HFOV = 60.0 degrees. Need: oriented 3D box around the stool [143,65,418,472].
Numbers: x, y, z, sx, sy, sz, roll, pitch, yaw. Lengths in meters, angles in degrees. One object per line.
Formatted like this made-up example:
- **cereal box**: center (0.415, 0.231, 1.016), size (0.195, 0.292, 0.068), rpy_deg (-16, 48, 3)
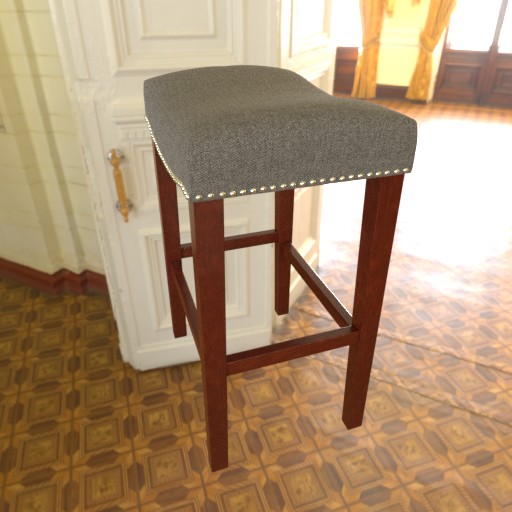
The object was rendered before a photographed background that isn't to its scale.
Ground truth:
- **stool**: center (0.000, 0.000, 1.000), size (0.372, 0.742, 0.504), rpy_deg (-10, 33, -16)
